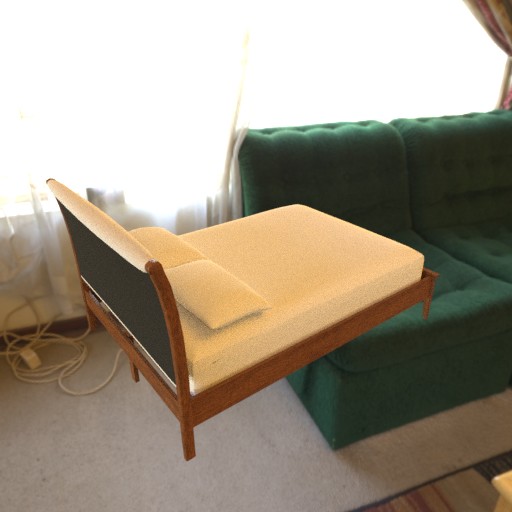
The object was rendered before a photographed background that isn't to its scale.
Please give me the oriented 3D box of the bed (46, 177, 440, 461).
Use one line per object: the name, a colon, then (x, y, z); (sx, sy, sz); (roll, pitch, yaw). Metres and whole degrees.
bed: (0.000, 0.000, 3.286); (2.380, 1.250, 1.612); (-19, 32, -33)
